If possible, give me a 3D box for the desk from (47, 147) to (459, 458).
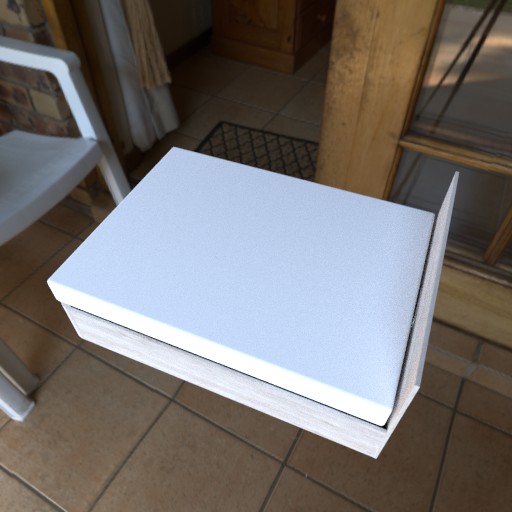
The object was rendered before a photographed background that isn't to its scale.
[{"bbox_3d":[0.000,0.000,2.611,1.900,0.800,1.400,17,50,15],"label":"desk"}]
